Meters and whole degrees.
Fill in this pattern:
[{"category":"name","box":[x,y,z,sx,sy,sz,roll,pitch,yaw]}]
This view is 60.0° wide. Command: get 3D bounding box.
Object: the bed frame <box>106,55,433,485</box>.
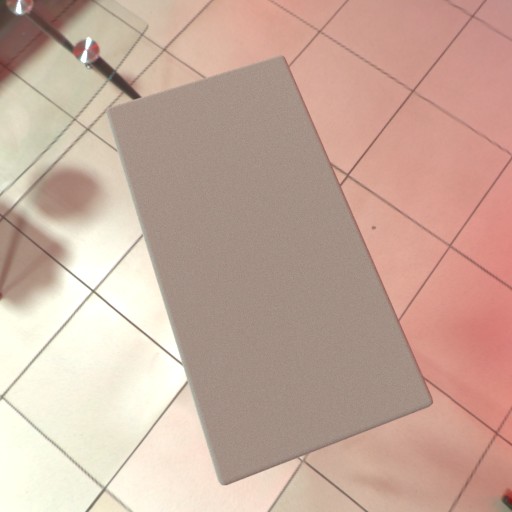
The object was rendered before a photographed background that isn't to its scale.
[{"category":"bed frame","box":[0.000,0.000,3.218,1.393,0.680,2.635,-19,76,-5]}]
